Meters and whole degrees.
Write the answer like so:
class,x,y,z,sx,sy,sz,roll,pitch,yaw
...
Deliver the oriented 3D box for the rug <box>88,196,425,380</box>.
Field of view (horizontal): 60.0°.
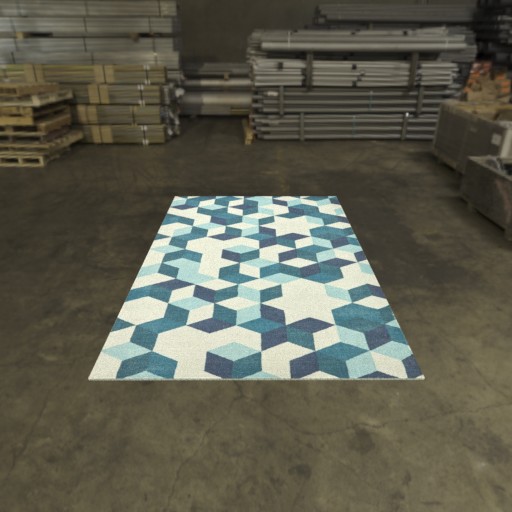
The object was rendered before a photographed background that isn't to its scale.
class,x,y,z,sx,sy,sz,roll,pitch,yaw
rug,0.000,0.000,3.080,1.518,0.015,2.438,0,27,0
